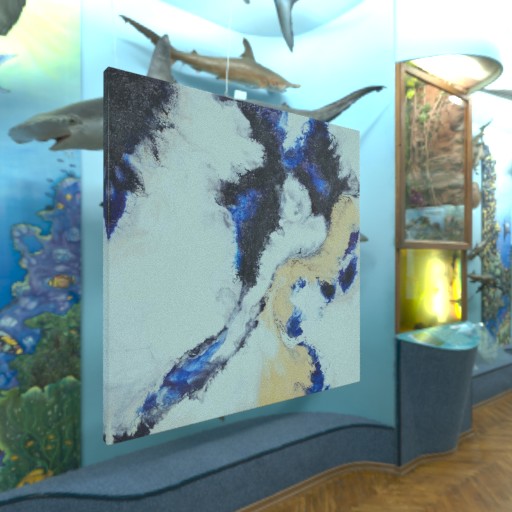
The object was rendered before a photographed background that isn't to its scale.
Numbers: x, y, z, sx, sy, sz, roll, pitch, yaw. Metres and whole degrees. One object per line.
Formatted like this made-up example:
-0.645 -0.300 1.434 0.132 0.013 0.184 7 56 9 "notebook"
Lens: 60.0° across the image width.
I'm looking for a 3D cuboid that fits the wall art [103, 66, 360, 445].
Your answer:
0.000 0.000 1.311 0.887 0.885 0.038 0 0 -37 "wall art"
